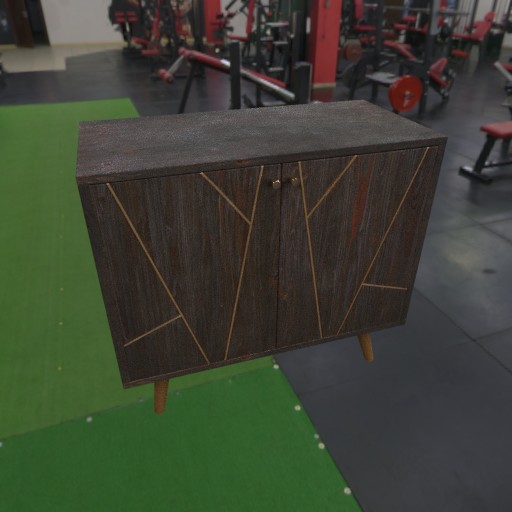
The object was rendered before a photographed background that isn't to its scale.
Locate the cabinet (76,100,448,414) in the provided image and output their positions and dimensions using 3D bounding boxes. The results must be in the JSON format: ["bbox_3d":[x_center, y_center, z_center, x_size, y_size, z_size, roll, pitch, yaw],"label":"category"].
[{"bbox_3d":[0.000,0.000,1.578,1.023,0.897,0.529,-10,33,-15],"label":"cabinet"}]
